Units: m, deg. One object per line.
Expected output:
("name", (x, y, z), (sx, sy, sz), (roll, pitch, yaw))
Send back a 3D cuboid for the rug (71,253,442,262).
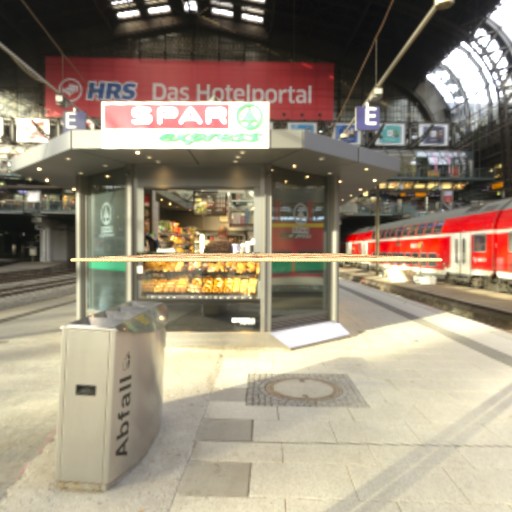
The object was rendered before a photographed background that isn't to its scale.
("rug", (0.000, 0.000, 2.939), (1.526, 0.014, 2.290), (0, 1, 0))
